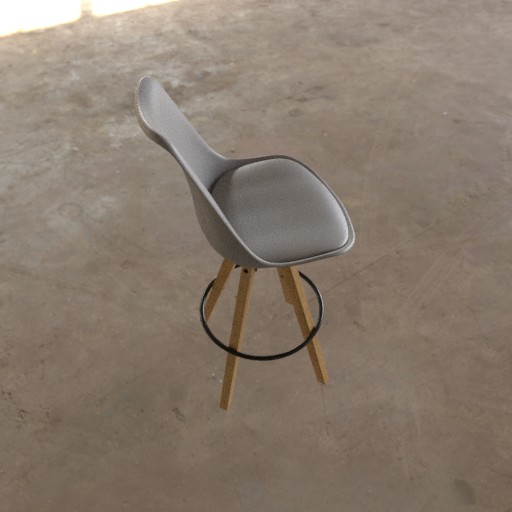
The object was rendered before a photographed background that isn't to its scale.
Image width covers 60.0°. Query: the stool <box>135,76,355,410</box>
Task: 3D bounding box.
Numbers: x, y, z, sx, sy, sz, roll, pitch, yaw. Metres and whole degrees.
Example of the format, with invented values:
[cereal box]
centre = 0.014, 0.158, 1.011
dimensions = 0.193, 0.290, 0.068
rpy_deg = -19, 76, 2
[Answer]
[stool]
centre = 0.000, 0.000, 1.417
dimensions = 0.550, 1.115, 0.485
rpy_deg = -11, 48, -10
